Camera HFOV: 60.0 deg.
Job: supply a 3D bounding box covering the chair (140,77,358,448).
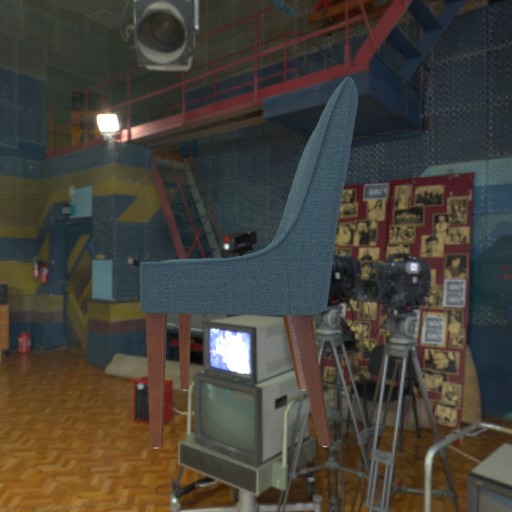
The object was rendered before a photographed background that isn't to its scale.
[{"bbox_3d":[0.000,0.000,1.222,0.544,0.861,0.529,0,0,-1],"label":"chair"}]
